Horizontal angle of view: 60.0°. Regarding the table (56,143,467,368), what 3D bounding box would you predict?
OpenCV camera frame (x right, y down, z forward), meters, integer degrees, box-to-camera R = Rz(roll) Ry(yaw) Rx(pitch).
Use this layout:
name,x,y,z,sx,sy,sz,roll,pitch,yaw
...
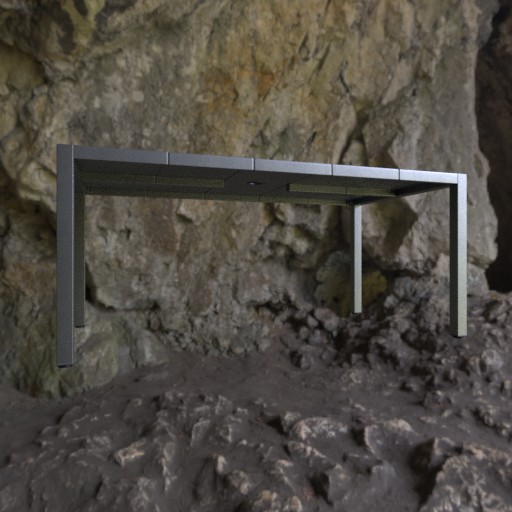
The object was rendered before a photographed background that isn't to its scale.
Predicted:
name,x,y,z,sx,sy,sz,roll,pitch,yaw
table,0.000,0.000,2.142,1.680,0.735,0.914,0,0,-19
